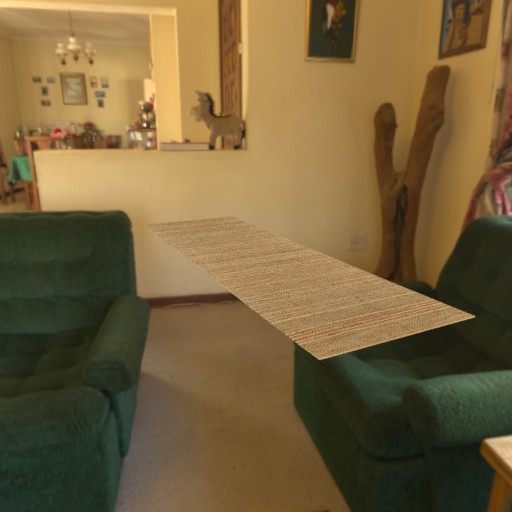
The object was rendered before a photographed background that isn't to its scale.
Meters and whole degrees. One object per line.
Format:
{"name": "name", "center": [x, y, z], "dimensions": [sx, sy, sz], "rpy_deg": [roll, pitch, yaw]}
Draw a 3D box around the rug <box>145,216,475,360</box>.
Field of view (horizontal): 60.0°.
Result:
{"name": "rug", "center": [0.000, 0.000, 2.695], "dimensions": [0.783, 0.006, 2.438], "rpy_deg": [-8, 18, -26]}
